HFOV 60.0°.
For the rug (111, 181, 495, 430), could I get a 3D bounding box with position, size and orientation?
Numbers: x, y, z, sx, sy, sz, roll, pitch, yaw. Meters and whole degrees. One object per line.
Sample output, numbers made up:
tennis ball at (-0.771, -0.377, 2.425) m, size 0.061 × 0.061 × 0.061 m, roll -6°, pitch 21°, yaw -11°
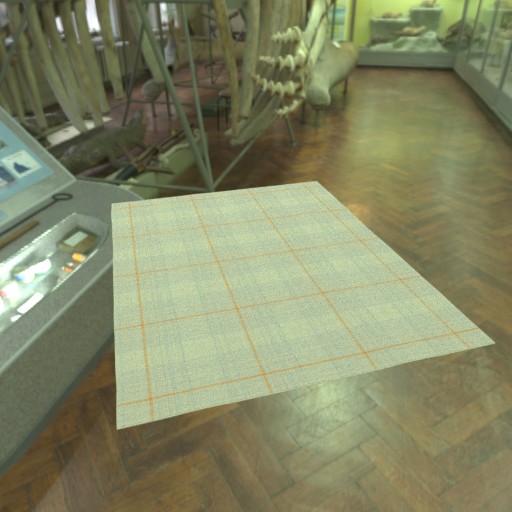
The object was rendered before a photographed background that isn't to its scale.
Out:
rug at (0.000, 0.000, 3.917) m, size 2.448 × 0.021 × 3.051 m, roll -8°, pitch 32°, yaw -14°
